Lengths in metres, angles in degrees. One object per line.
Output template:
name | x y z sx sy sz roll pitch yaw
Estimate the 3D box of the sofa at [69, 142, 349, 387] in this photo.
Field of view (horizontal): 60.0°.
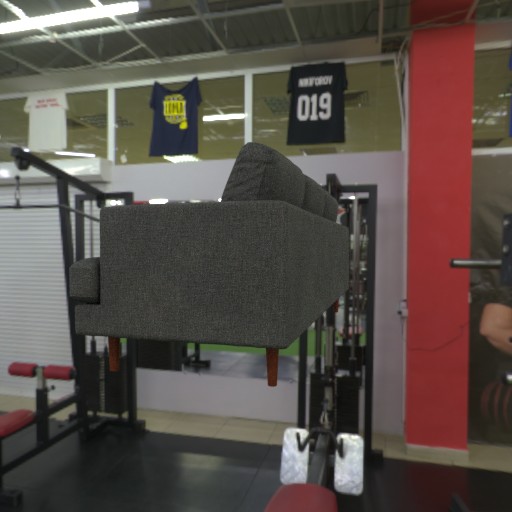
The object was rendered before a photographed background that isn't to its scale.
sofa | 0.000 0.000 2.689 0.903 0.930 2.246 0 1 17
